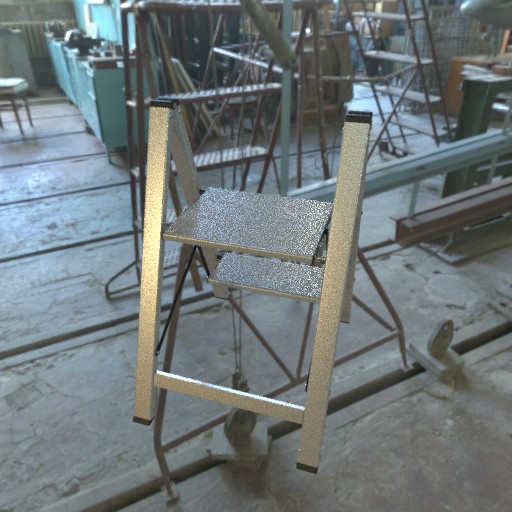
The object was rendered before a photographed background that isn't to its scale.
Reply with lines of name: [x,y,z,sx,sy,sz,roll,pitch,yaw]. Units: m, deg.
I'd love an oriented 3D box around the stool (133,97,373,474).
stool: [0.000,0.000,1.019,0.440,0.670,0.535,9,32,15]
